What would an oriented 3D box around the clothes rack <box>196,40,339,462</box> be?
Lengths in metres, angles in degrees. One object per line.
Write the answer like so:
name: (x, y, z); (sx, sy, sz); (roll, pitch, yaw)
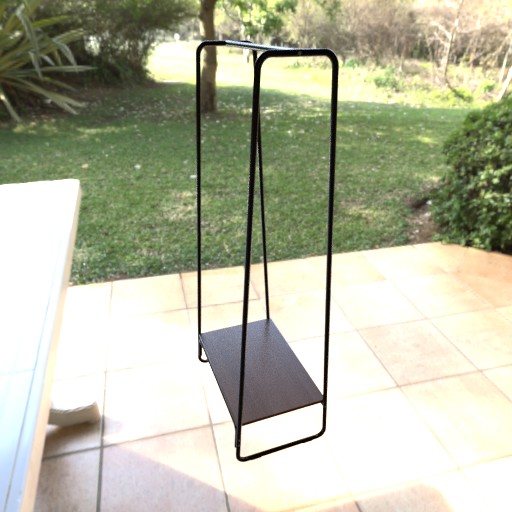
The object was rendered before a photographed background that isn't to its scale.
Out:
clothes rack: (0.000, 0.000, 1.736); (0.400, 1.500, 0.640); (-10, 29, -18)
